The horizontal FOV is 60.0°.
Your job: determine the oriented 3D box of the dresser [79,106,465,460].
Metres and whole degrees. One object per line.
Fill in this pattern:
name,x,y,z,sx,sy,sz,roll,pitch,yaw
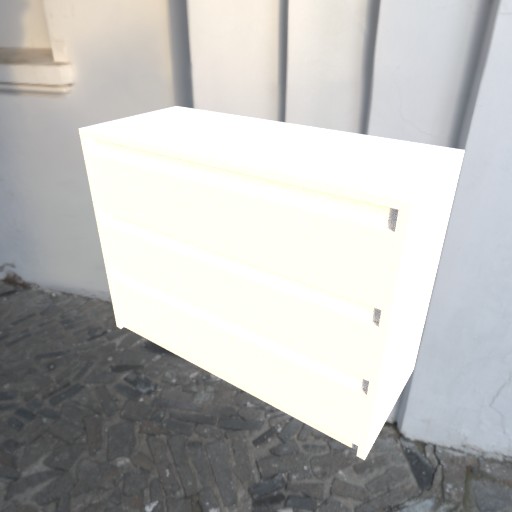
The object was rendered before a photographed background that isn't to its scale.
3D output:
dresser,0.000,0.000,1.547,1.100,0.820,0.460,19,34,30
